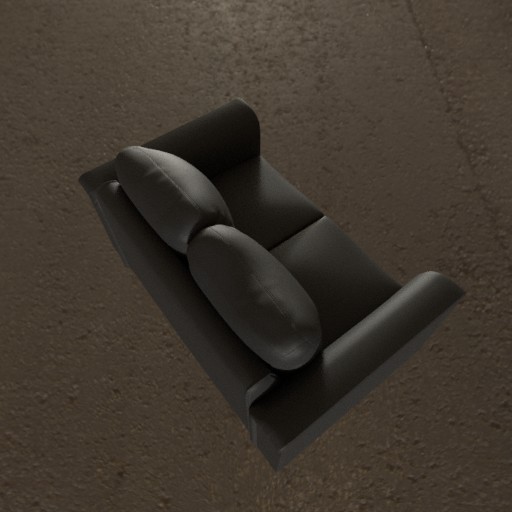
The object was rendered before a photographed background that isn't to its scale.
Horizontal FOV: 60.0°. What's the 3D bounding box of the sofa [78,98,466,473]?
[{"bbox_3d":[0.000,0.000,1.916,0.887,0.845,1.386,-33,63,-19],"label":"sofa"}]
